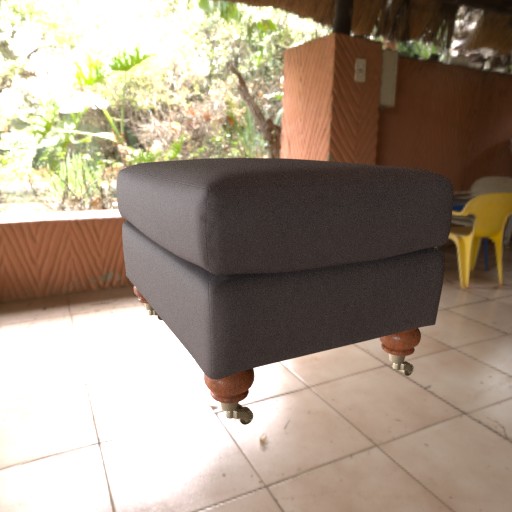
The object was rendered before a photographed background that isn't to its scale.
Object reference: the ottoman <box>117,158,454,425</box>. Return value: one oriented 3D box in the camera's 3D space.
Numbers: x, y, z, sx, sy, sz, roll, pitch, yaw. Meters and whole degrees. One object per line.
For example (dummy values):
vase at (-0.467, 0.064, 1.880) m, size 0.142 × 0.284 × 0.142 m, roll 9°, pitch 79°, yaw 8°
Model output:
ottoman at (0.000, 0.000, 1.153) m, size 0.574 × 0.497 × 0.773 m, roll -7°, pitch 15°, yaw -26°
